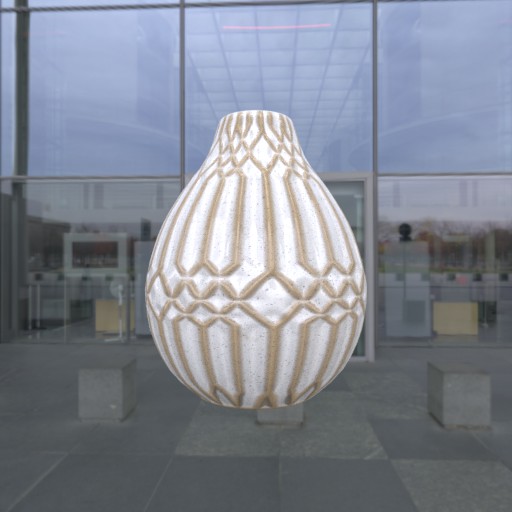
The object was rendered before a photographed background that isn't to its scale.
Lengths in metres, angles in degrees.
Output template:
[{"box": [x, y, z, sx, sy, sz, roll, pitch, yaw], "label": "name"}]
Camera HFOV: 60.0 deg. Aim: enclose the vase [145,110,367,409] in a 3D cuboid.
[{"box": [0.000, 0.000, 0.328, 0.159, 0.200, 0.159, 0, 0, 0], "label": "vase"}]
